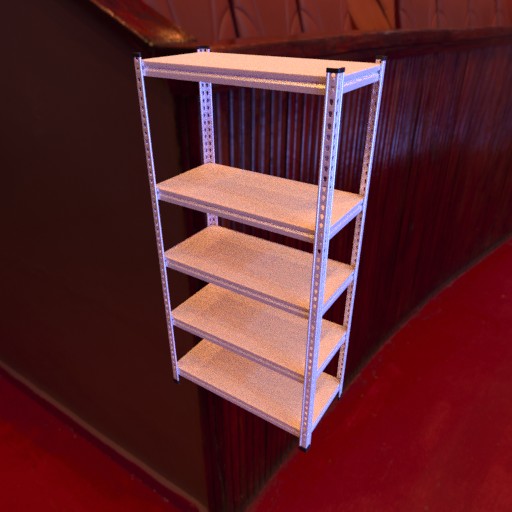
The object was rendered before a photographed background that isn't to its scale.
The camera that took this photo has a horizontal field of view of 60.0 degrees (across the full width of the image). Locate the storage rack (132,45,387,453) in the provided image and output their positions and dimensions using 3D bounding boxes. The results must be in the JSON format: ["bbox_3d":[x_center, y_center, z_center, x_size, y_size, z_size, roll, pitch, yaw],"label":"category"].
[{"bbox_3d":[0.000,0.000,2.201,0.914,1.829,0.457,18,34,28],"label":"storage rack"}]
